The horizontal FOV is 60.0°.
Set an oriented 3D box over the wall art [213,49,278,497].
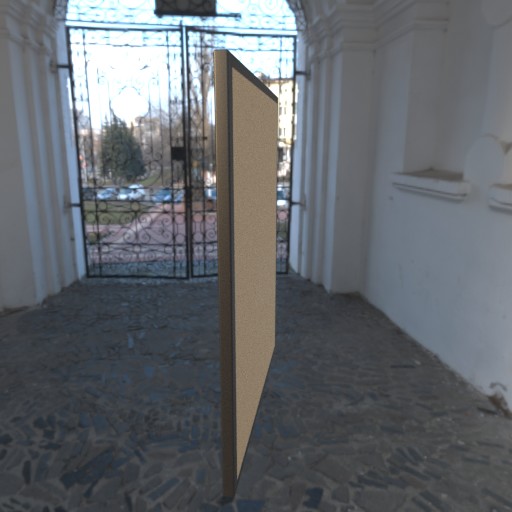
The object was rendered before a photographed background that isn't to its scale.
[{"bbox_3d":[0.000,0.000,0.784,0.018,0.582,0.481,2,14,9],"label":"wall art"}]
